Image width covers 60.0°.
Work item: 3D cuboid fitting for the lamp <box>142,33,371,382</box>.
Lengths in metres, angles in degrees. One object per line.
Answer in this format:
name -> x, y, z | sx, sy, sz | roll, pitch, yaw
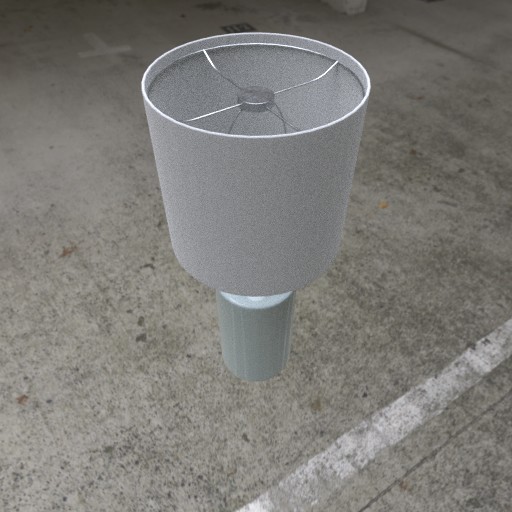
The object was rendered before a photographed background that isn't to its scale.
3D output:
lamp -> 0.000, 0.000, 0.595 | 0.212, 0.493, 0.212 | -26, 52, -22
